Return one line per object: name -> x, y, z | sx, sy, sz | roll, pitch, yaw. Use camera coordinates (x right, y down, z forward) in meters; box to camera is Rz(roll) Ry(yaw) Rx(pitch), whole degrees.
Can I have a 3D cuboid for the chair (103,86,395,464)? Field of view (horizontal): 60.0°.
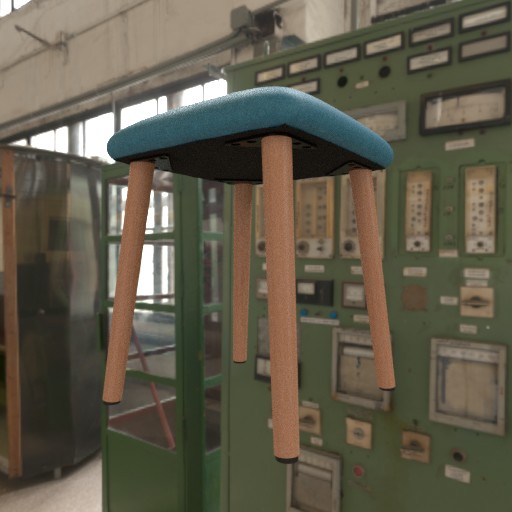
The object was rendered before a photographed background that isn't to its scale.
chair -> 0.000, 0.000, 0.715 | 0.360, 0.450, 0.360 | 0, 0, 36
